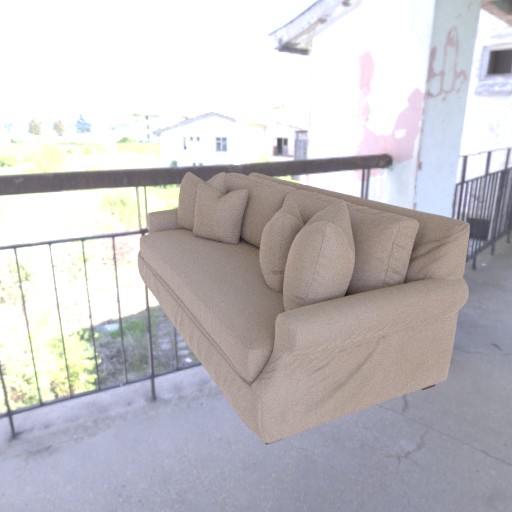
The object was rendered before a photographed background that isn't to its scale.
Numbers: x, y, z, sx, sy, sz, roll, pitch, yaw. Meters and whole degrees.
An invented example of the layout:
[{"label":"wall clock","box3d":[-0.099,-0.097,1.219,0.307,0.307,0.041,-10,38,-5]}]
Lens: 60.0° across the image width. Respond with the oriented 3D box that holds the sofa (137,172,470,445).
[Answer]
[{"label":"sofa","box3d":[0.000,0.000,2.742,1.067,0.904,2.285,-8,19,-25]}]
